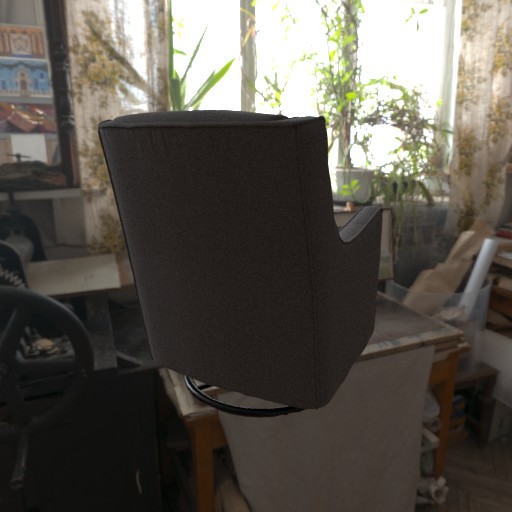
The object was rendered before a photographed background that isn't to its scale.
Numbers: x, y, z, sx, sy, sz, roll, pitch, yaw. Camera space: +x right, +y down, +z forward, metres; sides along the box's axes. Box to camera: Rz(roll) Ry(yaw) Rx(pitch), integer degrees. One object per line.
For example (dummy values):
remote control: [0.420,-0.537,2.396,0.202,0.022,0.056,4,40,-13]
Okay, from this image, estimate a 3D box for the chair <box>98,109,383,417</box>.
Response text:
chair: [0.000,0.000,1.623,0.732,0.993,0.879,8,18,27]
